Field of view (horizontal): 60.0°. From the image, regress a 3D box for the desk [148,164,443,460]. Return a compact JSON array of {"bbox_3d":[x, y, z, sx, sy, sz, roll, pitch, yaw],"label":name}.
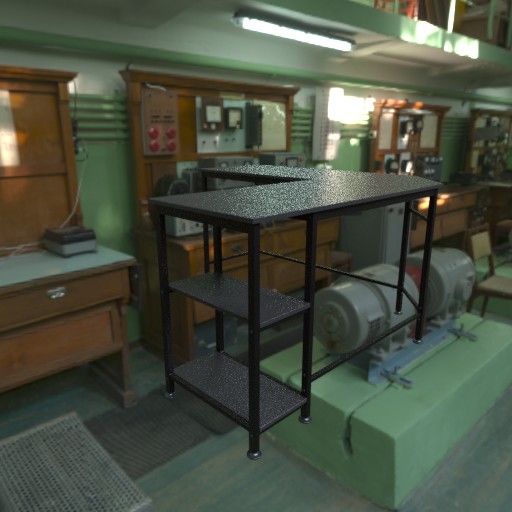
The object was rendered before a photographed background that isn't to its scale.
[{"bbox_3d":[0.000,0.000,2.159,1.379,0.739,1.379,-15,21,-43],"label":"desk"}]
